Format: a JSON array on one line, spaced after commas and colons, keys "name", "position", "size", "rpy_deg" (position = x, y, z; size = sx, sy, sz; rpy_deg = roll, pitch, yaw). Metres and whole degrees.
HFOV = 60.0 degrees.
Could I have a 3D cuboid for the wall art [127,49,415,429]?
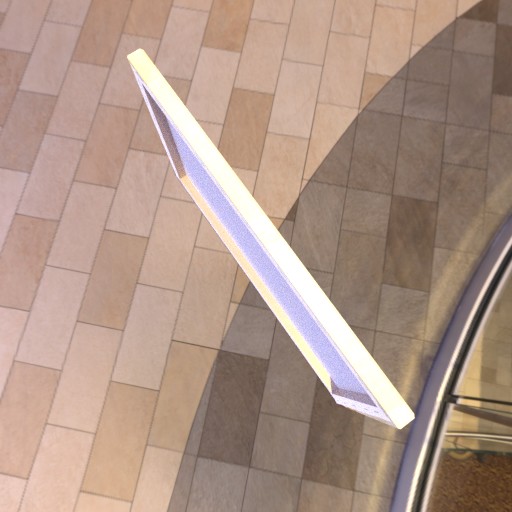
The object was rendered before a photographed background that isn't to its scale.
[{"name": "wall art", "position": [0.000, 0.000, 1.150], "size": [0.038, 0.602, 0.918], "rpy_deg": [-34, 78, -8]}]
